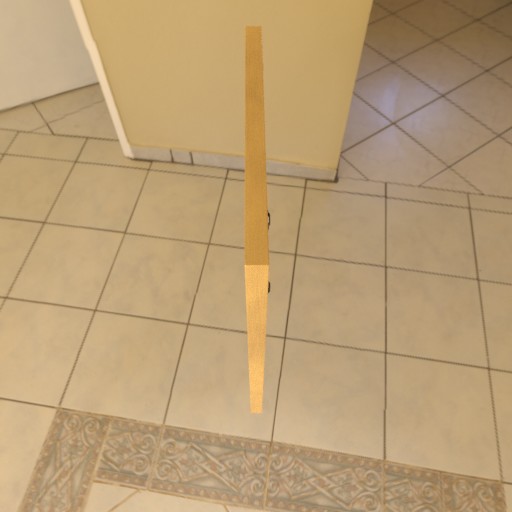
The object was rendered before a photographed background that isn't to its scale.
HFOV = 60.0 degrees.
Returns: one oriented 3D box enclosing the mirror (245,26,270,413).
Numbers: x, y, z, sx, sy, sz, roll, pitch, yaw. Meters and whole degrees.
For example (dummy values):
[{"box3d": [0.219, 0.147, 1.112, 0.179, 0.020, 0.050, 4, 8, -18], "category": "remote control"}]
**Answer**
[{"box3d": [0.000, 0.000, 1.192, 0.040, 0.915, 0.609, -1, 58, 0], "category": "mirror"}]
